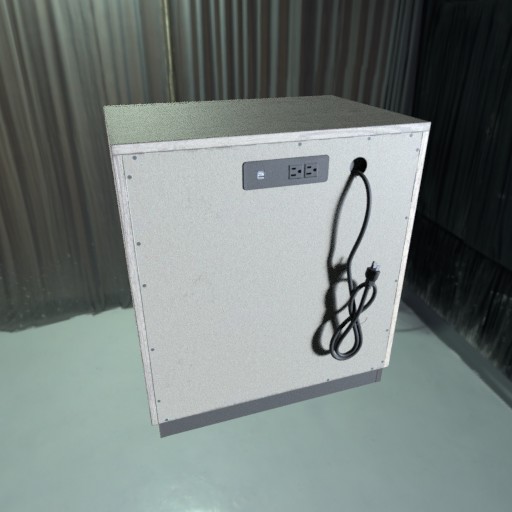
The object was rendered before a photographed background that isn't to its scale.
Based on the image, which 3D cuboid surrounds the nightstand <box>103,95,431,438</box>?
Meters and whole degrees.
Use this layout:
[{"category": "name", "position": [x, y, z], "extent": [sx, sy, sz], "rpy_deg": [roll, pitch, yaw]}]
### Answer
[{"category": "nightstand", "position": [0.000, 0.000, 1.097], "extent": [0.612, 0.673, 0.483], "rpy_deg": [-9, 28, -16]}]
